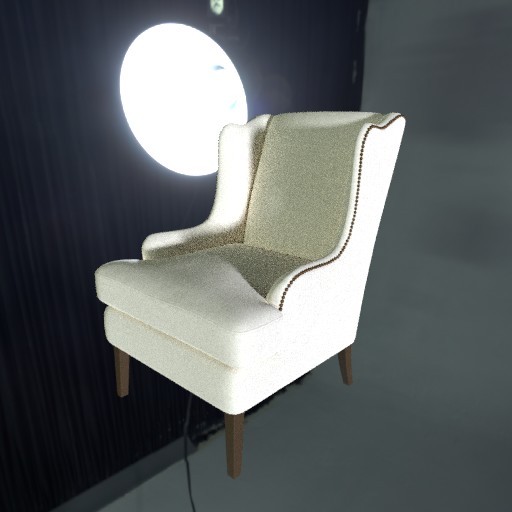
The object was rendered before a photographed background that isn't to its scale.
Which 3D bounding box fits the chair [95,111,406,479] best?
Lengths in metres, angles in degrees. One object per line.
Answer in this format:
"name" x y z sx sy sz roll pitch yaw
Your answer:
"chair" 0.000 0.000 1.645 0.737 1.029 0.940 15 22 40
